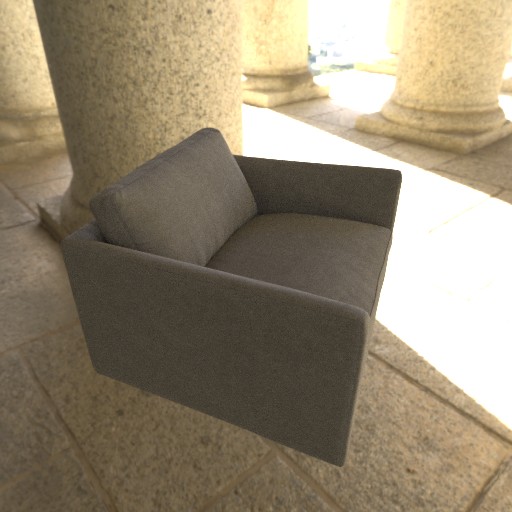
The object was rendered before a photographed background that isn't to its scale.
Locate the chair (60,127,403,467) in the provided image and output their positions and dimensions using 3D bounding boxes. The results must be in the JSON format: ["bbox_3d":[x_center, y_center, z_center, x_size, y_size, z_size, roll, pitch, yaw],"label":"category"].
[{"bbox_3d":[0.000,0.000,1.895,1.091,0.845,1.190,11,33,17],"label":"chair"}]
